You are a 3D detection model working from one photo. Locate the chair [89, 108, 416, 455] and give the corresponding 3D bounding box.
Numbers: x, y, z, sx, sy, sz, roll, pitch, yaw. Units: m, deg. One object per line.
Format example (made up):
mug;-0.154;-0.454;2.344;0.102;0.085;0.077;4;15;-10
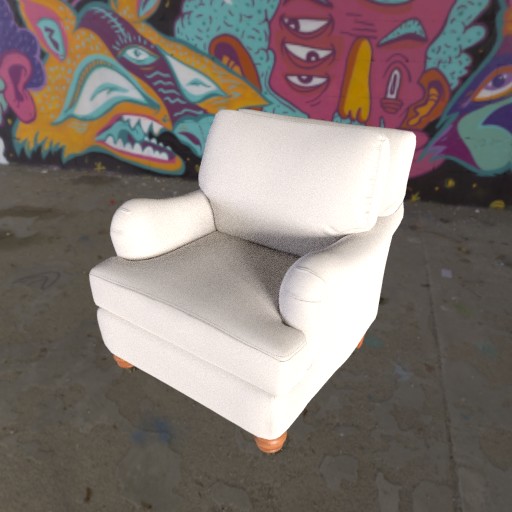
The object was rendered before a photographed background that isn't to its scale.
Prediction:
chair;0.000;0.000;1.865;0.955;1.038;1.070;18;34;30
